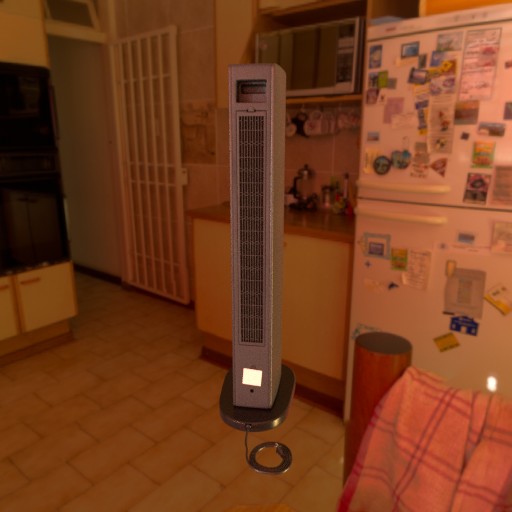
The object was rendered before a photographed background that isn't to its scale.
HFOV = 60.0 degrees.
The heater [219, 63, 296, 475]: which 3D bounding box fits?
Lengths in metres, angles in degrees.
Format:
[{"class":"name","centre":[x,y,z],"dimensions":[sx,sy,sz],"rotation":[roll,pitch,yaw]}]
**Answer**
[{"class":"heater","centre":[0.000,0.000,1.060],"dimensions":[0.214,0.856,0.458],"rotation":[2,15,8]}]
